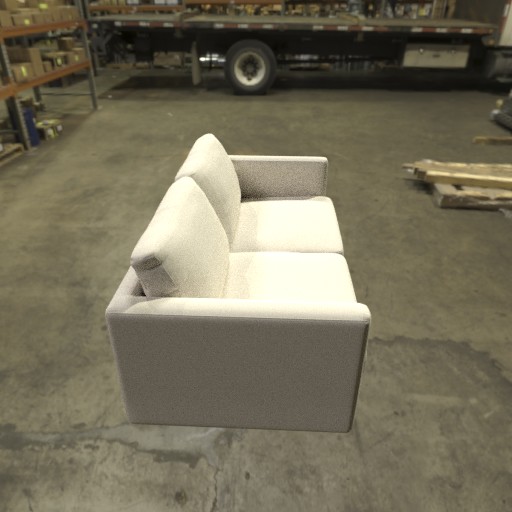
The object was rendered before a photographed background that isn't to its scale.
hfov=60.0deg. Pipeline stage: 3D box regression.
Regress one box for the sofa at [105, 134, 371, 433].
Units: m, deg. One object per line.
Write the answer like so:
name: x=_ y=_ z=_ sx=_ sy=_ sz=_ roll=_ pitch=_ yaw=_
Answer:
sofa: x=0.000 y=0.000 z=2.306 sx=0.940 sy=0.893 sz=1.713 roll=1 pitch=31 yaw=2
